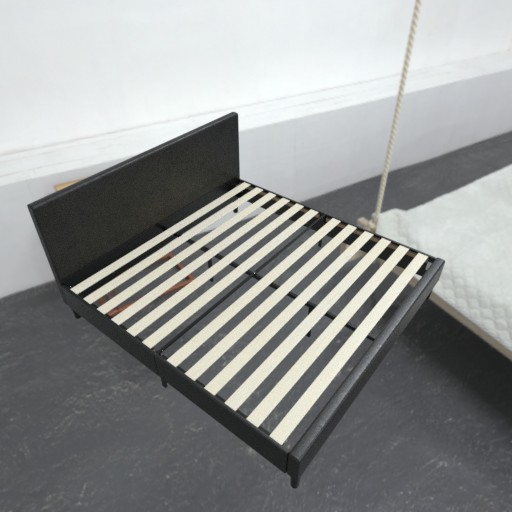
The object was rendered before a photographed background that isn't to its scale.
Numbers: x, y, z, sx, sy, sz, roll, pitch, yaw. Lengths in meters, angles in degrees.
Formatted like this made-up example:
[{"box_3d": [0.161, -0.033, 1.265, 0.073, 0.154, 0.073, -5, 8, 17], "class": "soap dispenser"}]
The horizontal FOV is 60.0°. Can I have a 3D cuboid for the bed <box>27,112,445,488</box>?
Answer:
[{"box_3d": [0.000, 0.000, 3.246, 2.152, 1.046, 2.018, 27, 46, 29], "class": "bed"}]
